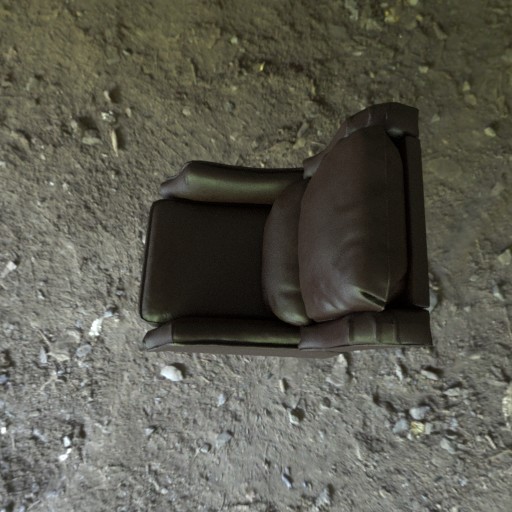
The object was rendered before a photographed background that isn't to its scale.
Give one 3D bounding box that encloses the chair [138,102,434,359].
[{"bbox_3d":[0.000,0.000,1.751,0.982,1.132,0.770,3,74,1],"label":"chair"}]
